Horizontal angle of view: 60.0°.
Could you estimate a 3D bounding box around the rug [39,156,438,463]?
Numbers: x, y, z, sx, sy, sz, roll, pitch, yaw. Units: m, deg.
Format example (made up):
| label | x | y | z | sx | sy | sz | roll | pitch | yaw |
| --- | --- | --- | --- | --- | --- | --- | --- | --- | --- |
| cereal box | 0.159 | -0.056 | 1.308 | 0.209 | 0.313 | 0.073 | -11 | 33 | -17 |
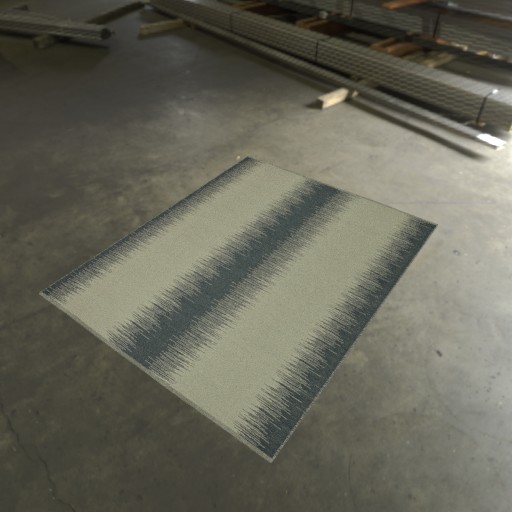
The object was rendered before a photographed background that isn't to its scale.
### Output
| label | x | y | z | sx | sy | sz | roll | pitch | yaw |
| --- | --- | --- | --- | --- | --- | --- | --- | --- | --- |
| rug | 0.000 | 0.000 | 4.200 | 2.453 | 0.004 | 3.037 | 26 | 47 | 26 |
